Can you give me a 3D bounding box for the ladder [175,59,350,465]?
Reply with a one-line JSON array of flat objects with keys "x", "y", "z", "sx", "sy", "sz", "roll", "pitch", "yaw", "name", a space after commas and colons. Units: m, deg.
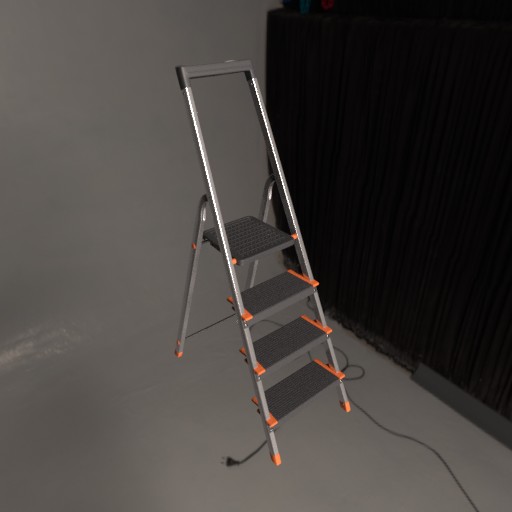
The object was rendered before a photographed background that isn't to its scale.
[{"x": 0.000, "y": 0.000, "z": 1.828, "sx": 0.452, "sy": 1.429, "sz": 0.834, "roll": -22, "pitch": 38, "yaw": -32, "name": "ladder"}]
